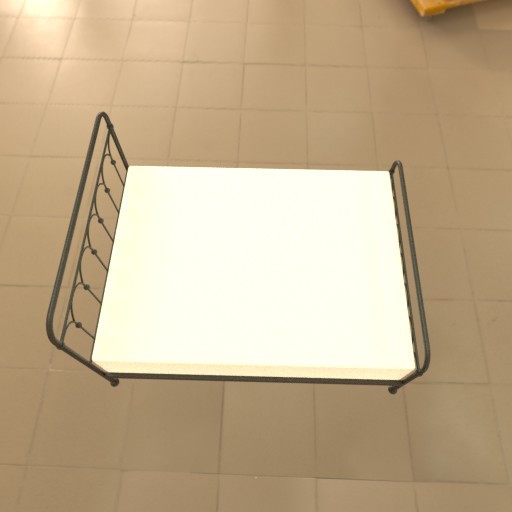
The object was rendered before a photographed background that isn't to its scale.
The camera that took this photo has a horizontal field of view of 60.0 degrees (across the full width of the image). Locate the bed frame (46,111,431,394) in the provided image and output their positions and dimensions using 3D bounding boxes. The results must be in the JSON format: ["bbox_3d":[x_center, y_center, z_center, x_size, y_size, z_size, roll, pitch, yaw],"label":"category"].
[{"bbox_3d":[0.000,0.000,3.189,2.203,1.276,1.664,1,63,1],"label":"bed frame"}]
